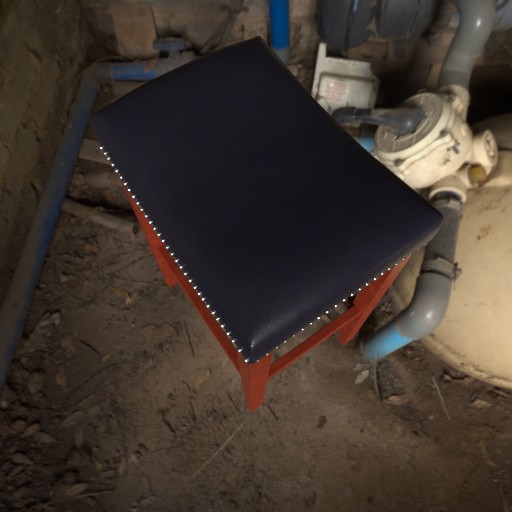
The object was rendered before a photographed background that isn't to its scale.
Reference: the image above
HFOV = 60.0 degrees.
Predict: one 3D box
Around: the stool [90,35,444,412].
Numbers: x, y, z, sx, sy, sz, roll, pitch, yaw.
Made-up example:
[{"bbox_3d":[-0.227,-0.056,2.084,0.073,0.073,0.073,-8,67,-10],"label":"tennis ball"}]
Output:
[{"bbox_3d":[0.000,0.000,1.020,0.372,0.742,0.504,-32,68,-14],"label":"stool"}]
